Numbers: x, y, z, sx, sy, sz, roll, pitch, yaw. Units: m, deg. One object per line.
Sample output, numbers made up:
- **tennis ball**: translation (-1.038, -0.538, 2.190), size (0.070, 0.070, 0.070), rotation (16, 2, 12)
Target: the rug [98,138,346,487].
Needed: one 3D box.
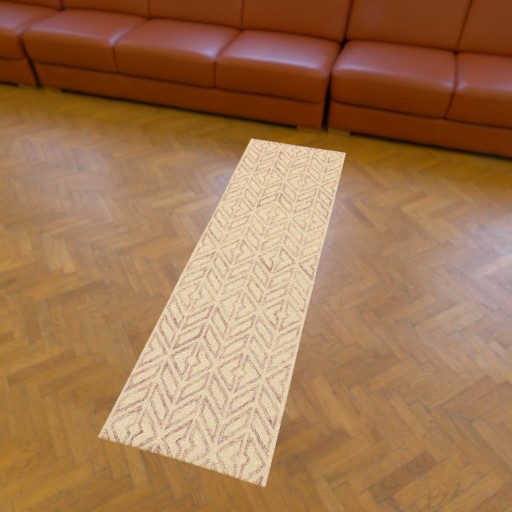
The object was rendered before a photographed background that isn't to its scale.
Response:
- **rug**: translation (0.000, 0.000, 2.652), size (0.750, 0.009, 2.435), rotation (11, 48, 10)
